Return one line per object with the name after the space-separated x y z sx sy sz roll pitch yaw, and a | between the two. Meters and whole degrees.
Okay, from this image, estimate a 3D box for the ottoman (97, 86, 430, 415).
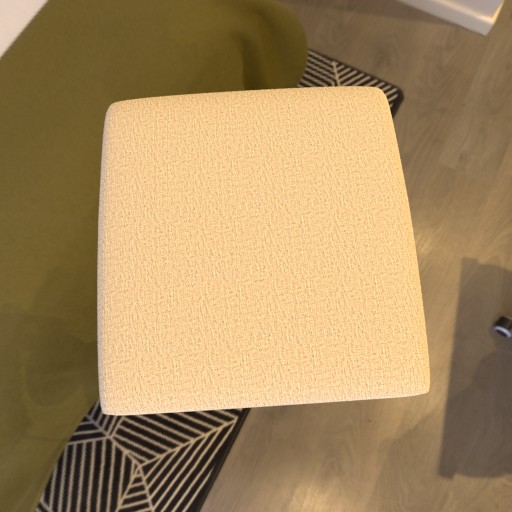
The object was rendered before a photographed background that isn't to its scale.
0.000 0.000 1.041 0.649 0.398 0.650 -4 76 -1 | ottoman
